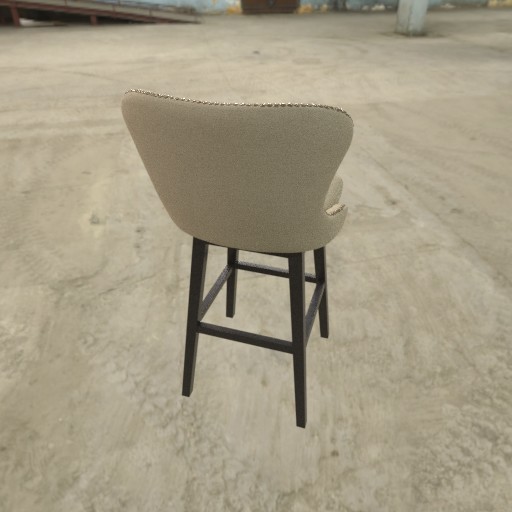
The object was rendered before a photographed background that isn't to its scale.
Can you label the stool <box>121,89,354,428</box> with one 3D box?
[{"bbox_3d":[0.000,0.000,1.364,0.528,1.066,0.605,10,35,15],"label":"stool"}]
